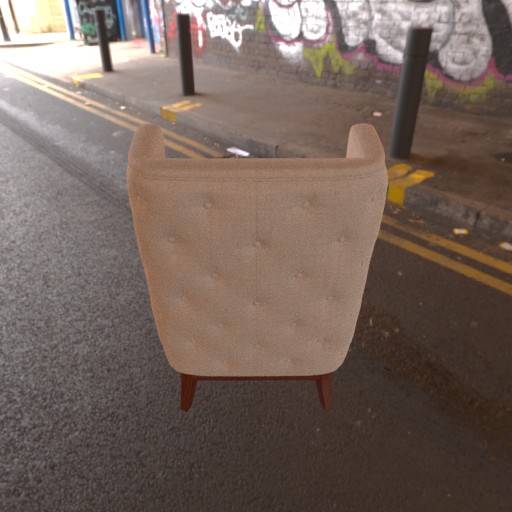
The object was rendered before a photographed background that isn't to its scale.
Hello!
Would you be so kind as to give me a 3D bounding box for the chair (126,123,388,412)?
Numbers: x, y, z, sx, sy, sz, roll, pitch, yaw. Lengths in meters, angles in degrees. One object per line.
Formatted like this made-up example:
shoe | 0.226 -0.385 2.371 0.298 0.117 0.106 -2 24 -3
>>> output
chair | 0.000 0.000 1.713 0.778 1.079 0.899 0 31 0
